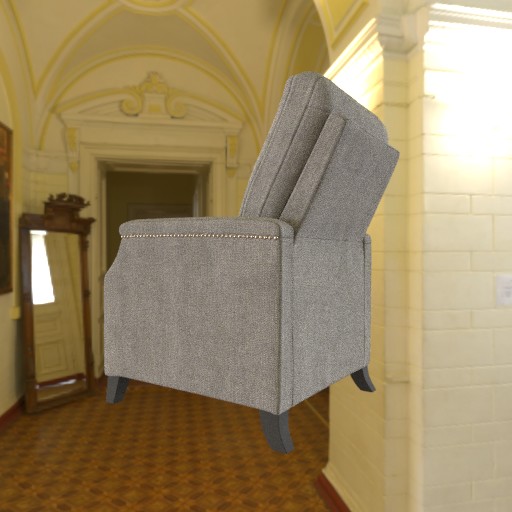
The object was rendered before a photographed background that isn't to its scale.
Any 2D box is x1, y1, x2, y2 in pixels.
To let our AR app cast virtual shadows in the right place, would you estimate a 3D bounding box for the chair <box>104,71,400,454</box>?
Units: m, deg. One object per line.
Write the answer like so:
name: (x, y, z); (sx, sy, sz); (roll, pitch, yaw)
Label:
chair: (0.000, 0.000, 1.636); (0.922, 1.049, 0.710); (0, 0, 34)
